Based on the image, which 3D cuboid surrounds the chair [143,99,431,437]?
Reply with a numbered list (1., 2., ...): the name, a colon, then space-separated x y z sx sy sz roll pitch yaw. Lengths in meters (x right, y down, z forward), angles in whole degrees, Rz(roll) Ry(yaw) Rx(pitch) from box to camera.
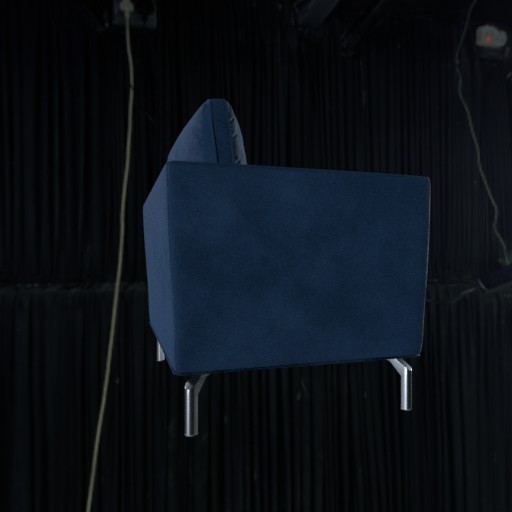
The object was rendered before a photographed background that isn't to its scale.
1. chair: 0.000 0.000 1.597 0.746 0.893 0.977 0 0 -17
